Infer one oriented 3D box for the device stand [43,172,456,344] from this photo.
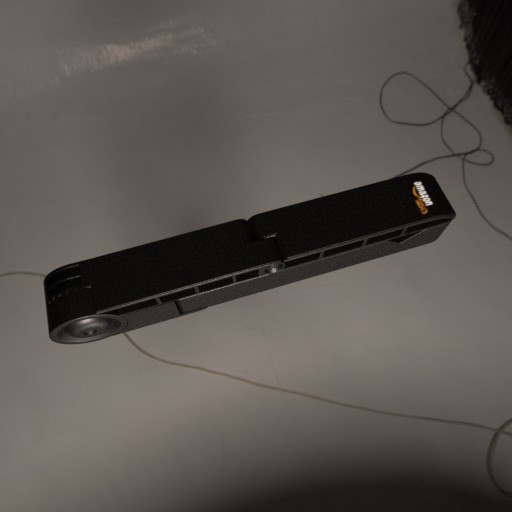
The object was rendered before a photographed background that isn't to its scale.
[{"bbox_3d":[0.000,0.000,0.194,0.179,0.030,0.026,-15,65,-7],"label":"device stand"}]
